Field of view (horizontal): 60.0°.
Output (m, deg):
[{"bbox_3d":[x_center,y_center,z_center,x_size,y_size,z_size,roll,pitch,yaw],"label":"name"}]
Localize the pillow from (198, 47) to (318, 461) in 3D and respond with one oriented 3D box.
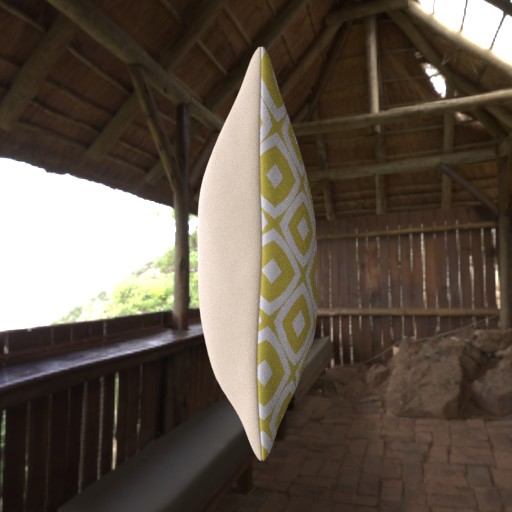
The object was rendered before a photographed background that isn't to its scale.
[{"bbox_3d":[0.000,0.000,0.775,0.188,0.494,0.504,0,-2,-1],"label":"pillow"}]
